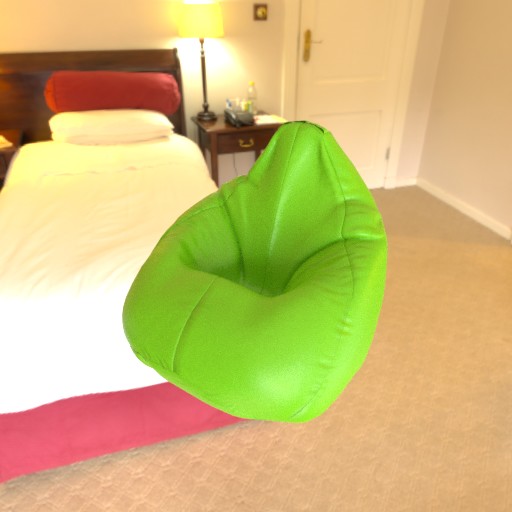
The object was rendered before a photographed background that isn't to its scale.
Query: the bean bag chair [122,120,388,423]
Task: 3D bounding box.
[{"bbox_3d":[0.000,0.000,1.880,1.070,0.990,1.070,19,35,29],"label":"bean bag chair"}]
